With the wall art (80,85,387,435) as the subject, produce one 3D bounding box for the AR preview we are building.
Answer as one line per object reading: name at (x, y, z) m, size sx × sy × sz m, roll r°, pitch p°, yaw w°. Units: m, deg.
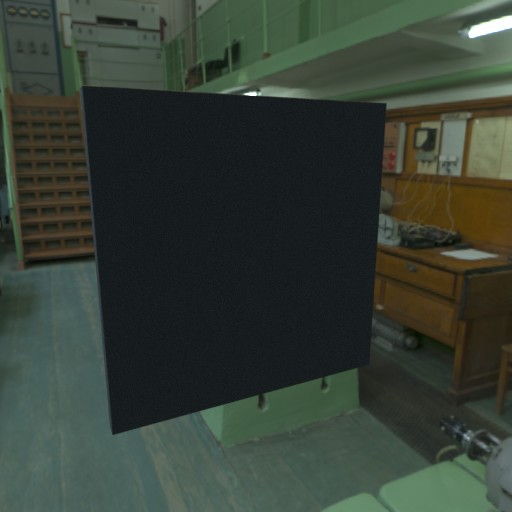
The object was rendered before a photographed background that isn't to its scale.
wall art at (0.000, 0.000, 1.118) m, size 0.762 × 0.762 × 0.038 m, roll -7°, pitch 15°, yaw -26°
